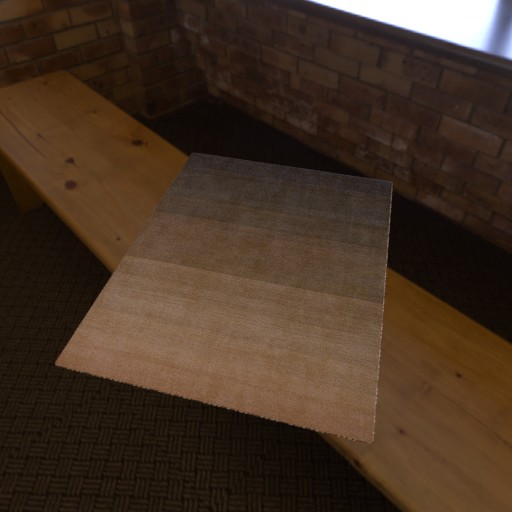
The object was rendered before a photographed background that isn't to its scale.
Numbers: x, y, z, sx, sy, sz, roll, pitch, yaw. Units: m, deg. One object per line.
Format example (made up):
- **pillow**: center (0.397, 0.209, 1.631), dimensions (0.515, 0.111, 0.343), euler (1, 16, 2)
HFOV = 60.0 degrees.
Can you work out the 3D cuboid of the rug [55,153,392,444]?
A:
- **rug**: center (0.000, 0.000, 4.016), dimensions (2.305, 0.017, 2.902), euler (11, 47, 10)
